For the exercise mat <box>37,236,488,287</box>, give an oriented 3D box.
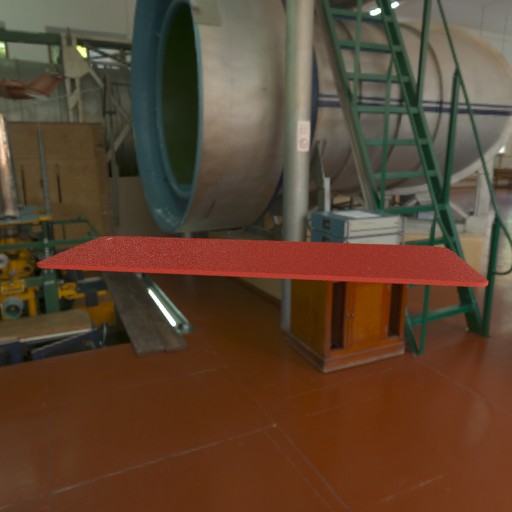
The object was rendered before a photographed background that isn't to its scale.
[{"bbox_3d":[0.000,0.000,2.072,1.869,0.021,0.616,2,14,8],"label":"exercise mat"}]
